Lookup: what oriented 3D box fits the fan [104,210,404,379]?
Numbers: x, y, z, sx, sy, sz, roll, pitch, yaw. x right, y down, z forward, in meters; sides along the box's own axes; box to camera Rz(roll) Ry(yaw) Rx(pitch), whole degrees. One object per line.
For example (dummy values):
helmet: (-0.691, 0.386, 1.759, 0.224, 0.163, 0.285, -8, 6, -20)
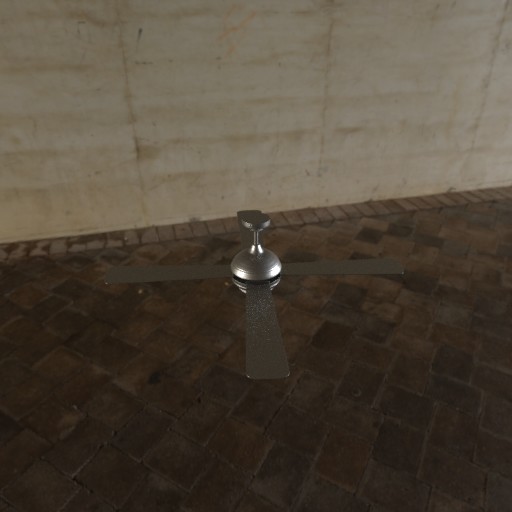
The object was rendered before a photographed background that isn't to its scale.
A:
fan: (0.000, 0.000, 2.035, 1.321, 0.381, 1.321, 9, 31, 15)
